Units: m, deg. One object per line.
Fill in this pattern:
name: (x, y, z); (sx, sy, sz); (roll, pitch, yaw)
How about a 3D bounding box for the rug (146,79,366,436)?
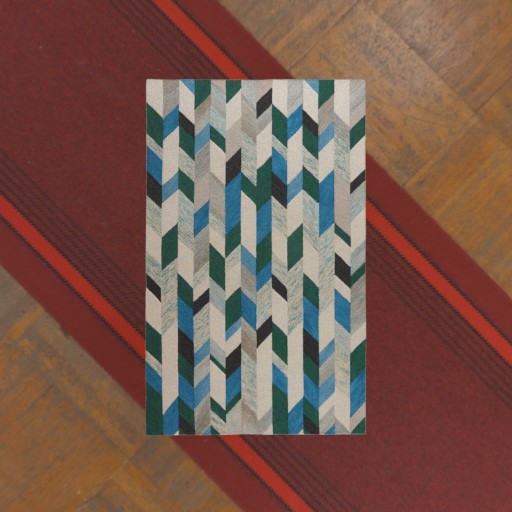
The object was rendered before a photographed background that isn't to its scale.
rug: (0.000, 0.000, 3.026); (1.507, 0.007, 2.433); (0, 89, 0)
